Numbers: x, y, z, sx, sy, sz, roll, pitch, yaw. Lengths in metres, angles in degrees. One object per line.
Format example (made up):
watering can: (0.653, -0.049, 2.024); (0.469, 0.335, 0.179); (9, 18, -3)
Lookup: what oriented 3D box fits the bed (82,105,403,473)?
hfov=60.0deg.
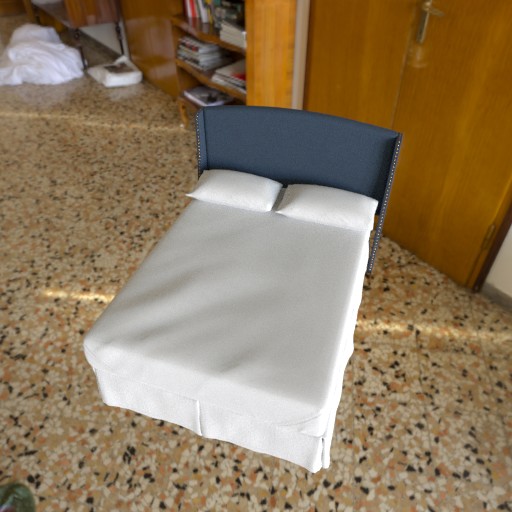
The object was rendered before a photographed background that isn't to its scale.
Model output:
bed: (0.000, 0.000, 3.297); (1.710, 1.407, 2.237); (12, 42, 14)
